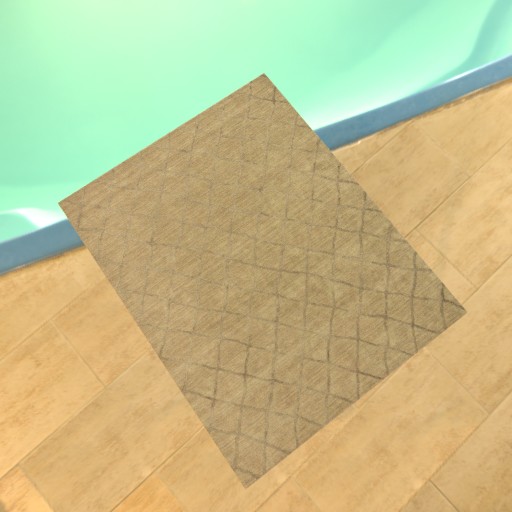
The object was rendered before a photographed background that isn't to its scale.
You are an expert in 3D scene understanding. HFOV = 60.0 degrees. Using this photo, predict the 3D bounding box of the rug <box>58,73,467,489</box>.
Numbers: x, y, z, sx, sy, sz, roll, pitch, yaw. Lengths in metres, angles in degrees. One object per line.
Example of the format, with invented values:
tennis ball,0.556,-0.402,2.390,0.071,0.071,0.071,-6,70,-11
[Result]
rug,0.000,0.000,4.053,2.420,0.019,3.038,-35,78,-9
